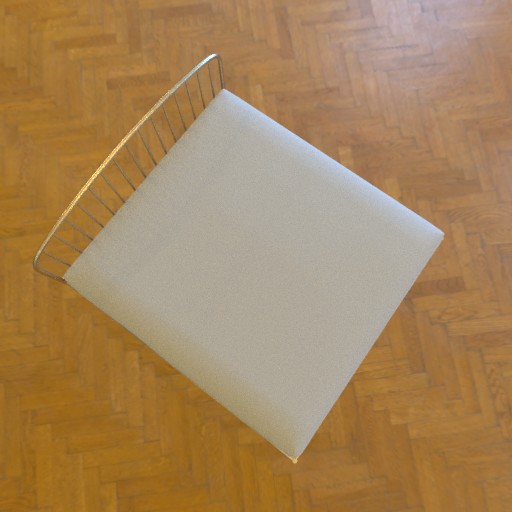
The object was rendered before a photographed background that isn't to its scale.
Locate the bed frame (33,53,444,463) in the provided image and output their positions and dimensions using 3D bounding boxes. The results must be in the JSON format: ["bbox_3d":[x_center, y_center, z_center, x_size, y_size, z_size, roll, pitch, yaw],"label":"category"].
[{"bbox_3d":[0.000,0.000,3.278,2.152,1.174,2.016,35,79,8],"label":"bed frame"}]
